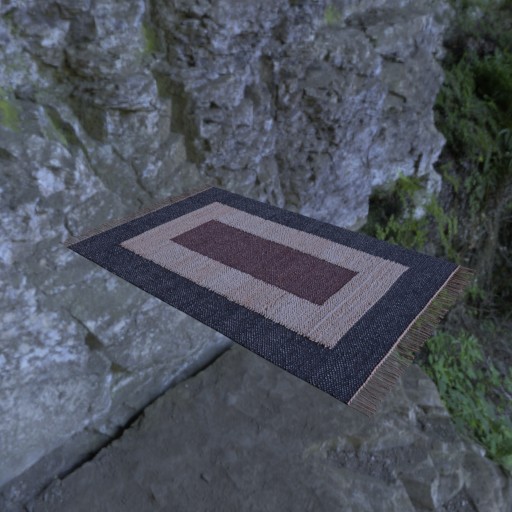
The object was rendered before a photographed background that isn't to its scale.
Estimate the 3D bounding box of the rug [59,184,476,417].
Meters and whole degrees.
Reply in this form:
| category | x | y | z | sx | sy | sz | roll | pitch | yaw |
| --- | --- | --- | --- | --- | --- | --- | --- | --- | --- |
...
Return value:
| category | x | y | z | sx | sy | sz | roll | pitch | yaw |
| --- | --- | --- | --- | --- | --- | --- | --- | --- | --- |
| rug | 0.000 | 0.000 | 2.467 | 2.021 | 0.027 | 1.224 | 22 | 37 | 33 |
